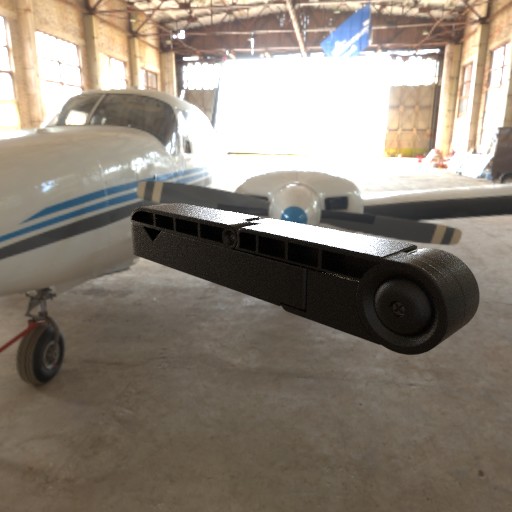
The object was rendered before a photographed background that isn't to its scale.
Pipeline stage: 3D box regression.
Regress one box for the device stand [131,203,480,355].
[{"bbox_3d":[0.000,0.000,0.195,0.026,0.030,0.179,-14,20,-43],"label":"device stand"}]
